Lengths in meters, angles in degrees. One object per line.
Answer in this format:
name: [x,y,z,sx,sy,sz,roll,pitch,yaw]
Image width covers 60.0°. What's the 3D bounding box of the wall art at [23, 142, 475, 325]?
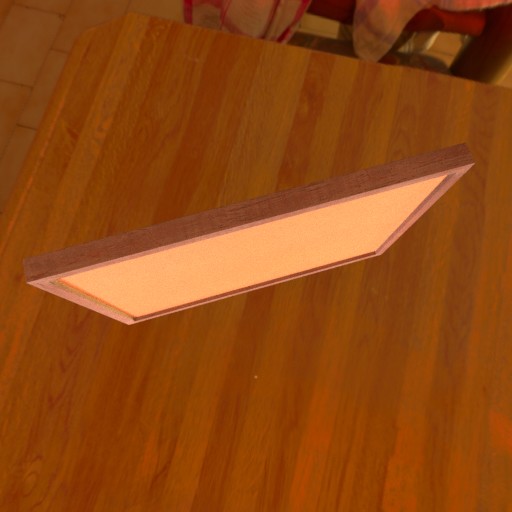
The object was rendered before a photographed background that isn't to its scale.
wall art: [0.000,0.000,1.751,1.320,1.009,0.070,-15,75,-4]
